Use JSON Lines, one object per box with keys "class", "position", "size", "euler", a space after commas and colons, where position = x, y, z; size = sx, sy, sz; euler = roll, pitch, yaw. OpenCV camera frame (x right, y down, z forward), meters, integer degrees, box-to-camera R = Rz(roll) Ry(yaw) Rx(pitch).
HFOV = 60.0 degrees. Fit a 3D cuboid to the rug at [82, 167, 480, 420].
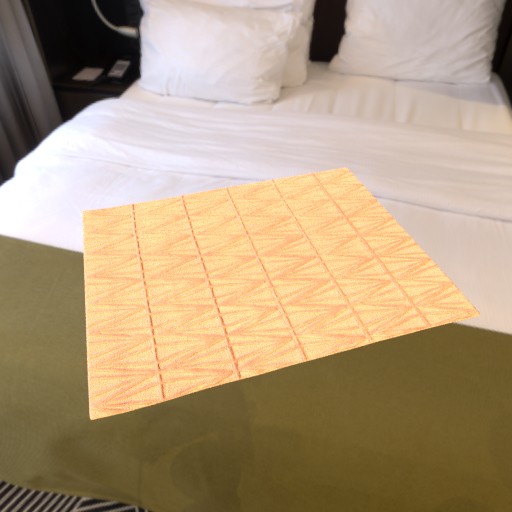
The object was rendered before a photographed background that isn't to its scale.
{"class": "rug", "position": [0.000, 0.000, 4.107], "size": [3.052, 0.043, 2.453], "euler": [-12, 43, -13]}
